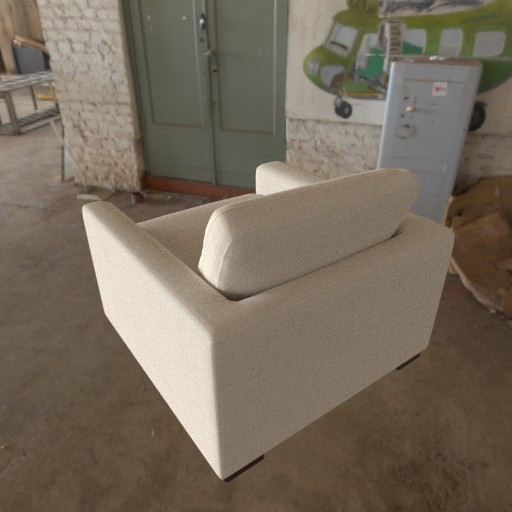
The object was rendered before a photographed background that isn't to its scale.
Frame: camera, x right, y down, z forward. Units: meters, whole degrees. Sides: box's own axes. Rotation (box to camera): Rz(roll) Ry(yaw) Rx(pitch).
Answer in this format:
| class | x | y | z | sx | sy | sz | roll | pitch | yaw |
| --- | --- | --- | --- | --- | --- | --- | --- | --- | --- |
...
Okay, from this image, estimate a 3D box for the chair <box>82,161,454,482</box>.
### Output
| class | x | y | z | sx | sy | sz | roll | pitch | yaw |
| --- | --- | --- | --- | --- | --- | --- | --- | --- | --- |
| chair | 0.000 | 0.000 | 1.853 | 1.070 | 0.876 | 1.100 | -20 | 36 | -30 |
